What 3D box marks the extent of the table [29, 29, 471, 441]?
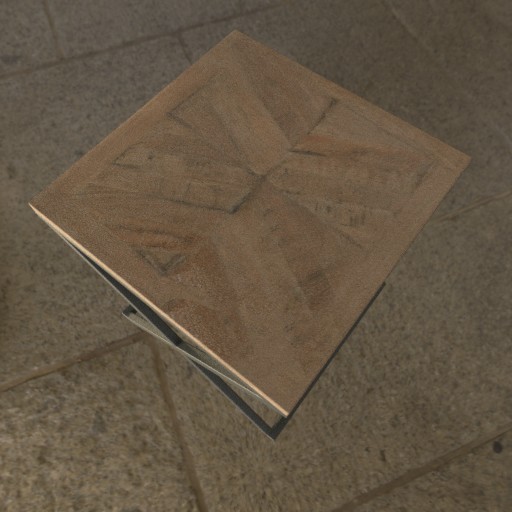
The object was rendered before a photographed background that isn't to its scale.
[{"bbox_3d":[0.000,0.000,0.939,0.498,0.550,0.499,35,69,16],"label":"table"}]
